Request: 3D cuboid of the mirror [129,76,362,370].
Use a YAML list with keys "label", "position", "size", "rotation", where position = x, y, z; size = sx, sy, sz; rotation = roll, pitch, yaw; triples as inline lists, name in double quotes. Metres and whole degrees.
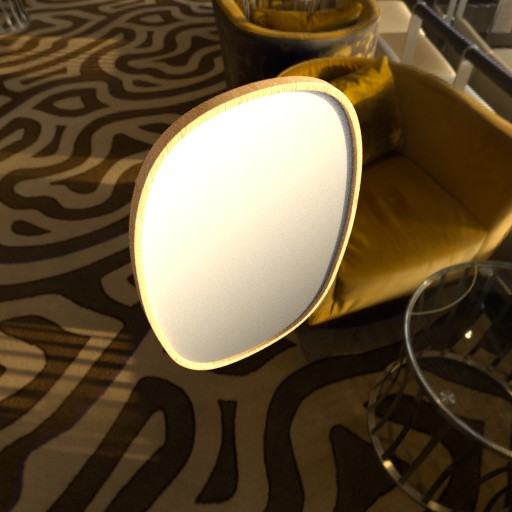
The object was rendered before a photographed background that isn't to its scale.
- label: "mirror"
  position: [0.000, 0.000, 1.340]
  size: [0.724, 1.075, 0.037]
  rotation: [-23, 52, -20]
